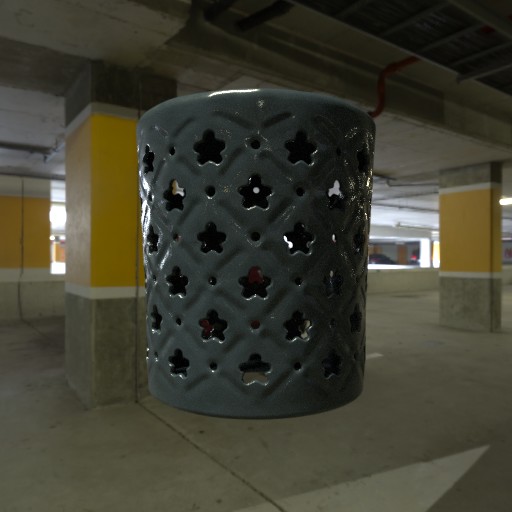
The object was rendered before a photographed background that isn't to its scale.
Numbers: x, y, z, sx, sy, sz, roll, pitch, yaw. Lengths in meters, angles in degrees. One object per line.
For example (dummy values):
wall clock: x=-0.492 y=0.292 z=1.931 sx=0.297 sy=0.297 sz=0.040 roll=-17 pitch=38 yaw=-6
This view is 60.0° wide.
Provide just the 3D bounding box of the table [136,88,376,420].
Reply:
table: x=0.000 y=0.000 z=0.671 sx=0.352 sy=0.387 sz=0.352 roll=0 pitch=0 yaw=0
